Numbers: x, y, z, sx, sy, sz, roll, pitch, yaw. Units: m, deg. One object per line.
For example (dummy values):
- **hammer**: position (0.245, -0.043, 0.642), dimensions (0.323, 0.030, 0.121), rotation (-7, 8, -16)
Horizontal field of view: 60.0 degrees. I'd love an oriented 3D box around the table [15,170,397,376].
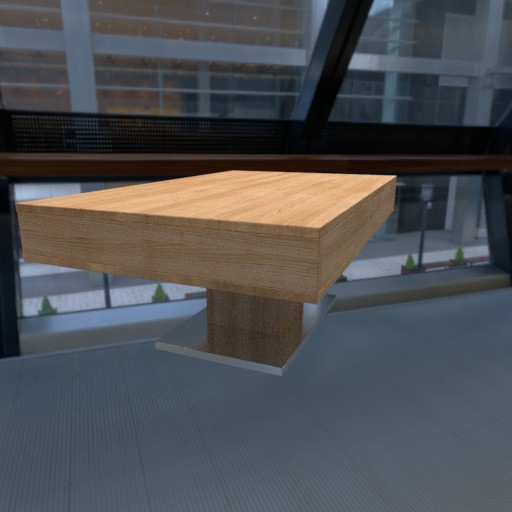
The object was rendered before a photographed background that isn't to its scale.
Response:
- **table**: position (0.000, 0.000, 1.401), dimensions (0.700, 0.440, 1.100), rotation (6, 16, 22)
